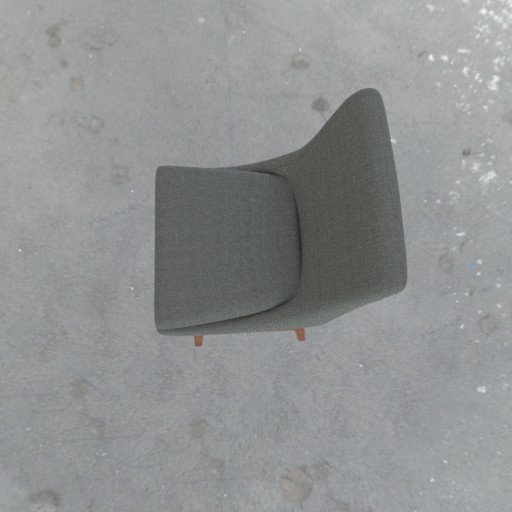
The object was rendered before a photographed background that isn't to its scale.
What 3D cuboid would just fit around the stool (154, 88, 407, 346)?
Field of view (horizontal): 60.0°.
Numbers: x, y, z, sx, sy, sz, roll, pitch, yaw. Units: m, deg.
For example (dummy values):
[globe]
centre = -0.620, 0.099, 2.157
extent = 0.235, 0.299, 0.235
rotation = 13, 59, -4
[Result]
[stool]
centre = 0.000, 0.000, 1.262
extent = 0.524, 0.977, 0.447
rotation = -3, 75, -1
